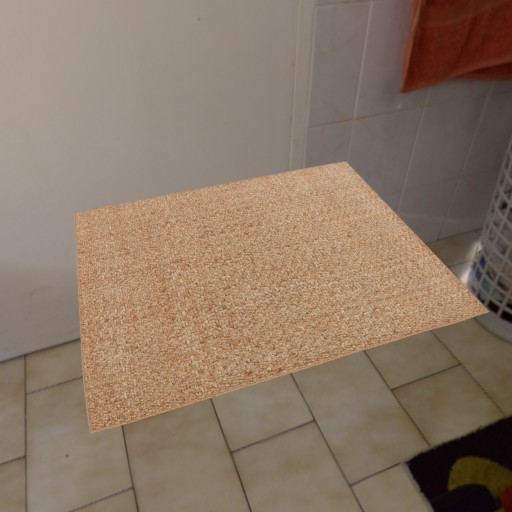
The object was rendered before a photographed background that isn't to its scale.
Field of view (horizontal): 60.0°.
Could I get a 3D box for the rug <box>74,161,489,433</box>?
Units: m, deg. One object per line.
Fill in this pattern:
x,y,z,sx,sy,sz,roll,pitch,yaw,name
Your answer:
0.000,0.000,3.950,3.048,0.013,2.439,-13,44,-14,rug
